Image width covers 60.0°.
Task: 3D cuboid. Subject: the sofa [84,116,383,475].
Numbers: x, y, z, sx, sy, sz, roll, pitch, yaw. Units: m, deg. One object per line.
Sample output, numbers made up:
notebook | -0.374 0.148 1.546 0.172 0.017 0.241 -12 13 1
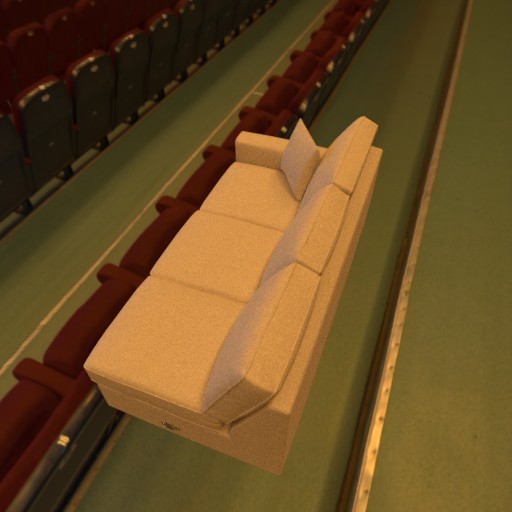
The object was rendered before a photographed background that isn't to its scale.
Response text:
sofa | 0.000 0.000 2.575 1.034 0.946 1.962 16 49 15
